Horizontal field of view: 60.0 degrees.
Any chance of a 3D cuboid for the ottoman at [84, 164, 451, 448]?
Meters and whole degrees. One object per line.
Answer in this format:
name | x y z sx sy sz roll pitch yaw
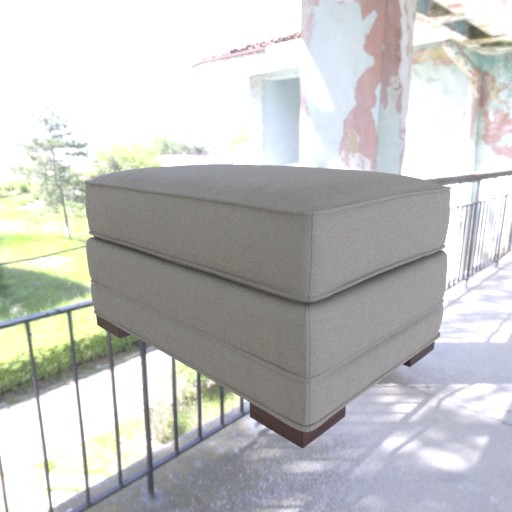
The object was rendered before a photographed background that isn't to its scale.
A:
ottoman | 0.000 0.000 1.218 0.848 0.482 0.611 14 20 43
